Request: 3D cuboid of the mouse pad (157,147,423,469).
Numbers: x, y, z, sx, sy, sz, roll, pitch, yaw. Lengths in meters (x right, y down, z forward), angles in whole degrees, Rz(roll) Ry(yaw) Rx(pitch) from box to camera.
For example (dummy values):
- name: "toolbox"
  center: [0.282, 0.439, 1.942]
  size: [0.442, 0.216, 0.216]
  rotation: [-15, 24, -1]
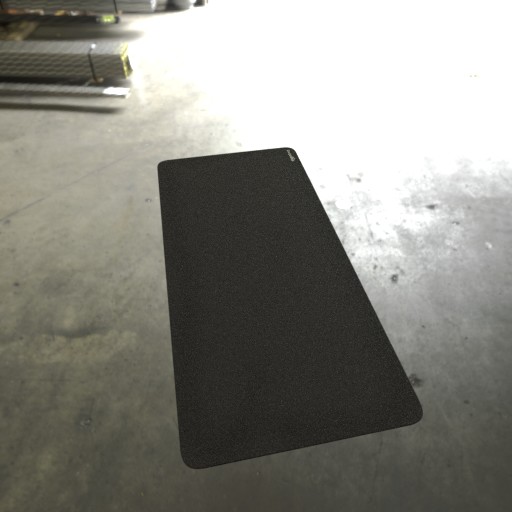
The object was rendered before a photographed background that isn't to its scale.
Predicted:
- name: "mouse pad"
  center: [0.000, 0.000, 1.046]
  size: [0.424, 0.003, 0.907]
  rotation: [-8, 46, -8]
